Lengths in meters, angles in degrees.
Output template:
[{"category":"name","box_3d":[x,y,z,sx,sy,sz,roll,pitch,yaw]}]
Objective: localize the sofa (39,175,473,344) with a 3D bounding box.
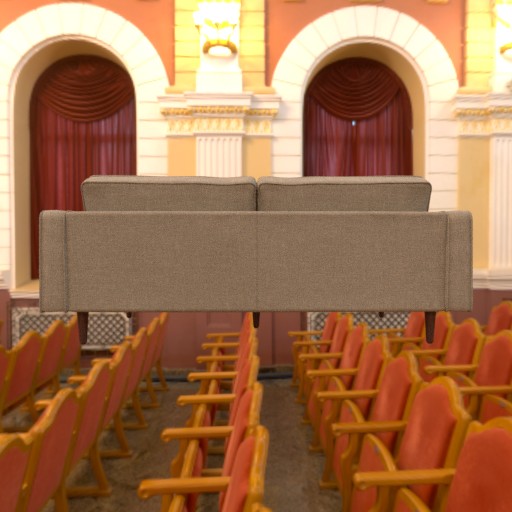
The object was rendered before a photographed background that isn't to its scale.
[{"category":"sofa","box_3d":[0.000,0.000,2.322,1.879,0.762,0.914,0,1,-1]}]
